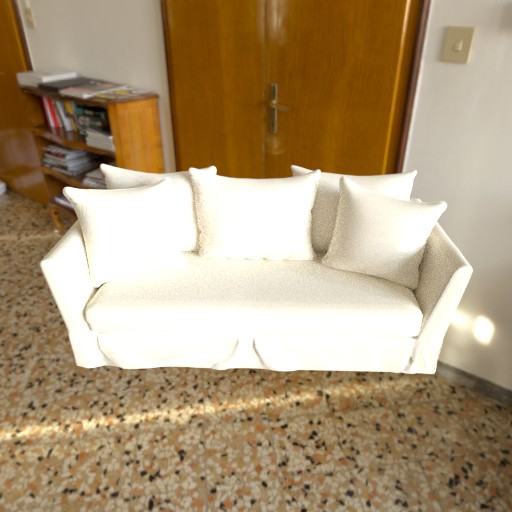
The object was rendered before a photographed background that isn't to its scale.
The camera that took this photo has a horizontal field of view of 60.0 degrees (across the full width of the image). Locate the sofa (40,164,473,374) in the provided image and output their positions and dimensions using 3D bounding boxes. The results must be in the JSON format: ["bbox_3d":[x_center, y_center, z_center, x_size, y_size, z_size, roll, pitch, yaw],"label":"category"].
[{"bbox_3d":[0.000,0.000,2.853,2.290,1.034,1.031,1,30,1],"label":"sofa"}]
